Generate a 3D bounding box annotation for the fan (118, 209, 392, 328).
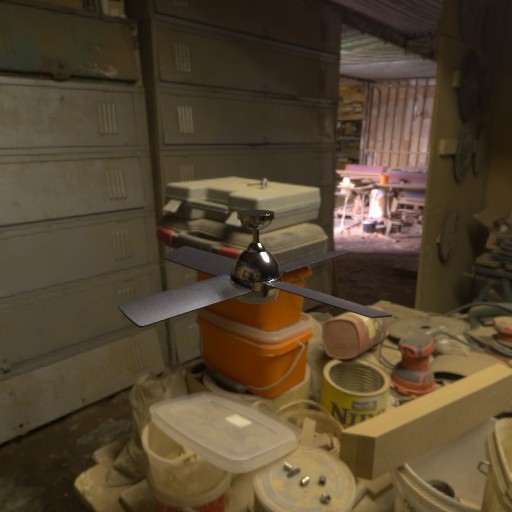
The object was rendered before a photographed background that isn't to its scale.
[{"bbox_3d":[0.000,0.000,2.037,1.332,0.403,1.332,-14,21,-43],"label":"fan"}]
